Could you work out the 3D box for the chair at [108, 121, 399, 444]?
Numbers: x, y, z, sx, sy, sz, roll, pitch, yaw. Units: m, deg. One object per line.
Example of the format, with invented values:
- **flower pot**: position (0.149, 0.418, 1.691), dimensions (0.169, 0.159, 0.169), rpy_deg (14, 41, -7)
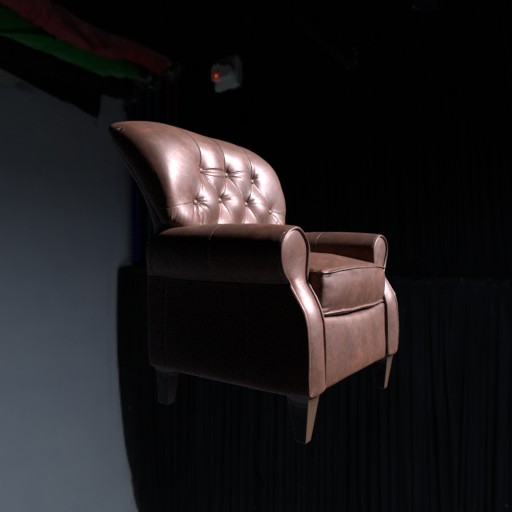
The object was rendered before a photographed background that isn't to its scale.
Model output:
- **chair**: position (0.000, 0.000, 1.933), dimensions (1.031, 1.162, 0.979), rpy_deg (0, 0, 36)
